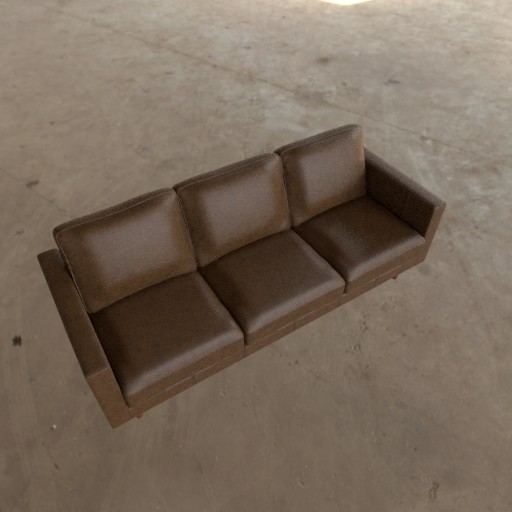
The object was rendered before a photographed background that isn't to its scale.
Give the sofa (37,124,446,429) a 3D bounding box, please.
[{"bbox_3d":[0.000,0.000,2.689,2.231,0.930,0.903,-24,50,-22],"label":"sofa"}]
